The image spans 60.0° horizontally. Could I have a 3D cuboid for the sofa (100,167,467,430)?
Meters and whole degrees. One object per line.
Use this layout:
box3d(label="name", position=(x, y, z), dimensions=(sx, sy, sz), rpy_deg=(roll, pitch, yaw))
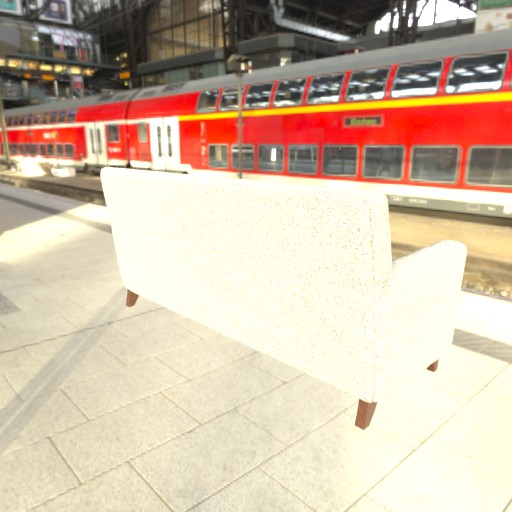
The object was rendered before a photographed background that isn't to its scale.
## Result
box3d(label="sofa", position=(0.000, 0.000, 2.511), dimensions=(0.854, 0.942, 2.026), rpy_deg=(-14, 20, -42))
